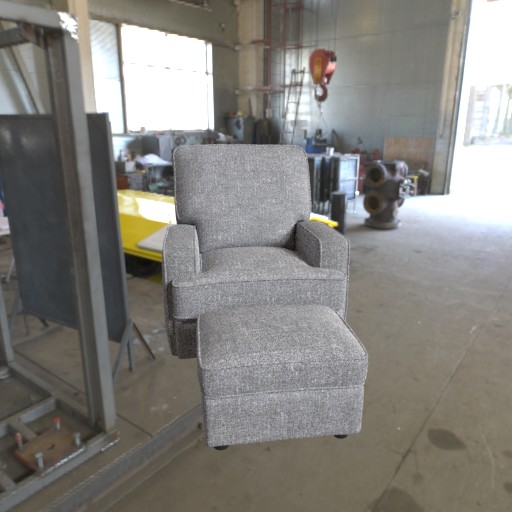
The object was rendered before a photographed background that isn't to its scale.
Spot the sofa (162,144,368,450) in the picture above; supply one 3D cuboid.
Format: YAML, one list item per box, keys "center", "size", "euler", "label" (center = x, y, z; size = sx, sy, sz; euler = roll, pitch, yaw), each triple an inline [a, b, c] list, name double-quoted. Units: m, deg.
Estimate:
- center: [0.000, 0.000, 2.048]
  size: [0.861, 0.959, 1.472]
  euler: [-2, 17, -8]
  label: "sofa"
